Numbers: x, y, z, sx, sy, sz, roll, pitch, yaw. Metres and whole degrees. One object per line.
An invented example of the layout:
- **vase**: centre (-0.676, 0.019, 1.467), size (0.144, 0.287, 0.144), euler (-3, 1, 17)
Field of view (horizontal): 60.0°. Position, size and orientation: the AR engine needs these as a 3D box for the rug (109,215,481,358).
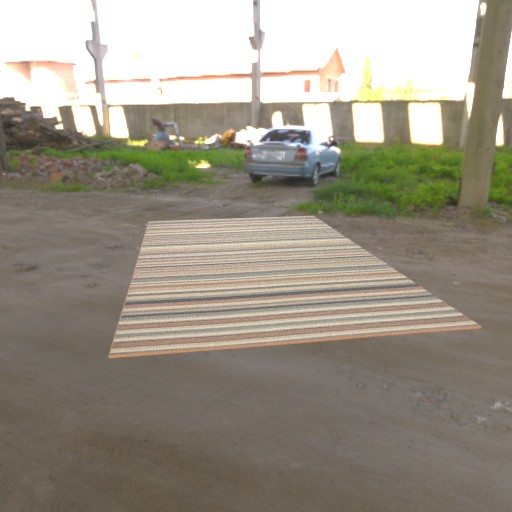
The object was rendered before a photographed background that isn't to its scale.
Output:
- **rug**: centre (0.000, 0.000, 2.909), size (1.523, 0.014, 2.438), euler (-3, 17, -9)
